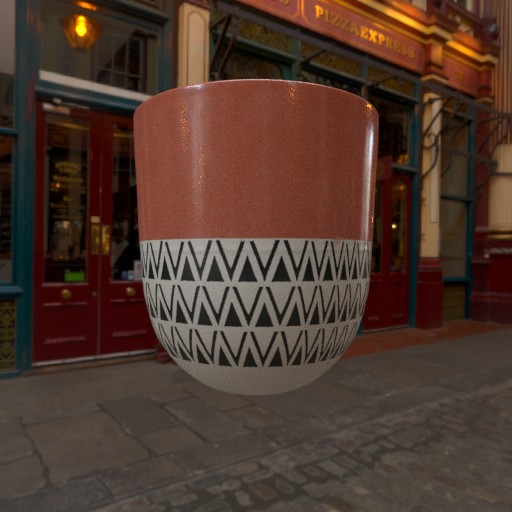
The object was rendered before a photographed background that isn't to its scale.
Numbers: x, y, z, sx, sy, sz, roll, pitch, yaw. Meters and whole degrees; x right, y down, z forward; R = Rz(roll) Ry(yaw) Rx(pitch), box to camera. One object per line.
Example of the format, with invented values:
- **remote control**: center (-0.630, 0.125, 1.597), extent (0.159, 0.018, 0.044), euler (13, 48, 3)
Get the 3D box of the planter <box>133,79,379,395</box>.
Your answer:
- **planter**: center (0.000, 0.000, 0.365), extent (0.195, 0.214, 0.195), euler (0, 0, 0)
